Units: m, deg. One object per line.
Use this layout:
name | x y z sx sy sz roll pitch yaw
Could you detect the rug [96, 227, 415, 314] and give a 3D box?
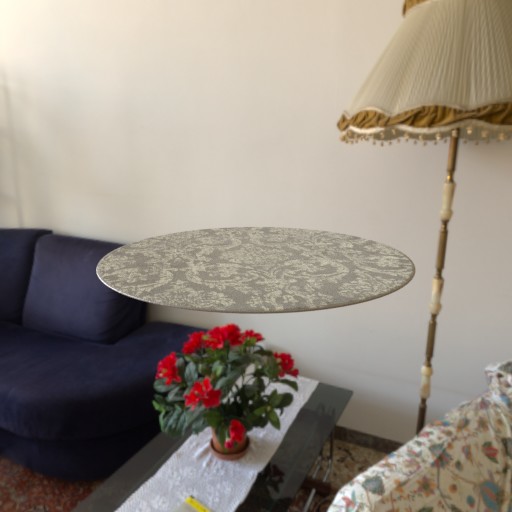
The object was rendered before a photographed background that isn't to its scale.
rug | 0.000 0.000 2.343 1.593 0.012 1.593 0 15 0
